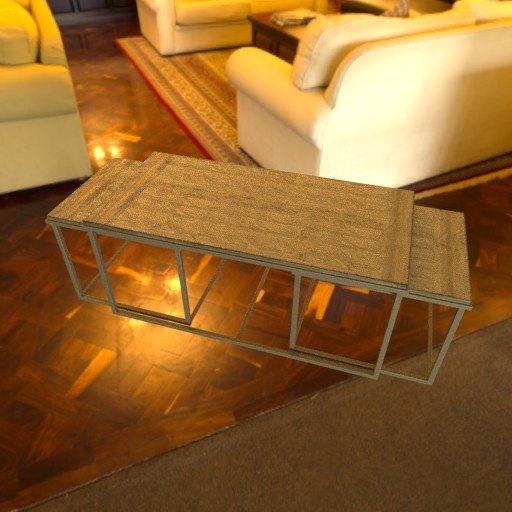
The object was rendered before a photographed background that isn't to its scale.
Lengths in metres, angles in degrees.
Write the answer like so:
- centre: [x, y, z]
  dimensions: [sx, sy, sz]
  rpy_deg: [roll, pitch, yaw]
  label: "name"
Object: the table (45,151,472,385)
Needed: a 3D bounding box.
- centre: [0.000, 0.000, 1.563]
  dimensions: [1.312, 0.427, 0.489]
  rpy_deg: [11, 41, 13]
  label: "table"
